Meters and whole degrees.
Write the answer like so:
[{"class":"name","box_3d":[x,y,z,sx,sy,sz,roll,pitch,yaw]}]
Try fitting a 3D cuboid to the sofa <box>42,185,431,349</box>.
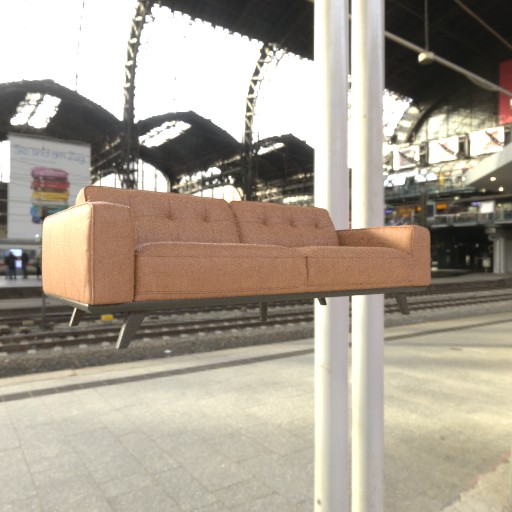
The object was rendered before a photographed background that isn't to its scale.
[{"class":"sofa","box_3d":[0.000,0.000,2.707,2.270,0.780,0.953,0,-1,-36]}]
